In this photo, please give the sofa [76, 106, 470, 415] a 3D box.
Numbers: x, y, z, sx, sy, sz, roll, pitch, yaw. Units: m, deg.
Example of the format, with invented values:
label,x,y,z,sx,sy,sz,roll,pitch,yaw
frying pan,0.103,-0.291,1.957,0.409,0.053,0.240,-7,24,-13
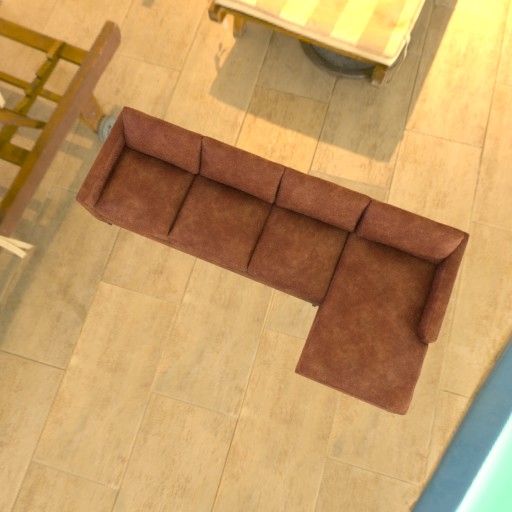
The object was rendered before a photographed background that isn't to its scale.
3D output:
label,x,y,z,sx,sy,sz,roll,pitch,yaw
sofa,0.000,0.000,3.599,2.993,0.859,1.471,22,77,5
